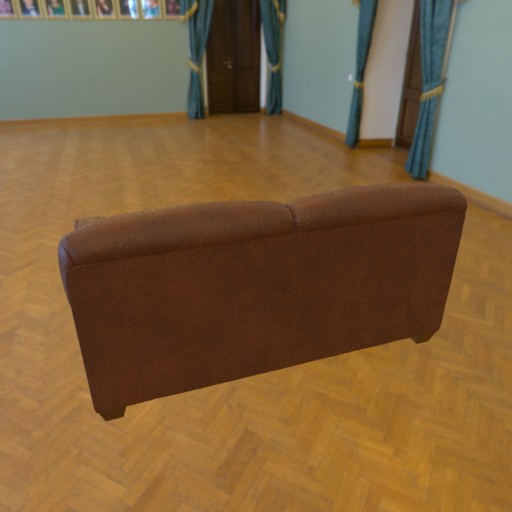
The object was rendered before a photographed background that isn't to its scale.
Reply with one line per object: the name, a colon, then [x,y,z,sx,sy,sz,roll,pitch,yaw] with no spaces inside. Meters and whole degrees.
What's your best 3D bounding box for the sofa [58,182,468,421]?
sofa: [0.000,0.000,2.424,1.856,0.966,1.000,-9,28,-17]
